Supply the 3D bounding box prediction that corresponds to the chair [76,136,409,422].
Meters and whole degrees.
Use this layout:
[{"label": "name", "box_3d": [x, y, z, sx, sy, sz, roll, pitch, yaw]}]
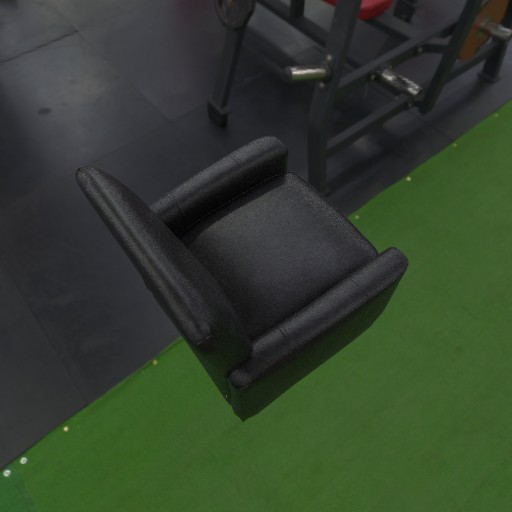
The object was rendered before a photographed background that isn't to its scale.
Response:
[{"label": "chair", "box_3d": [0.000, 0.000, 1.689, 0.864, 1.014, 0.848, -33, 64, -18]}]
